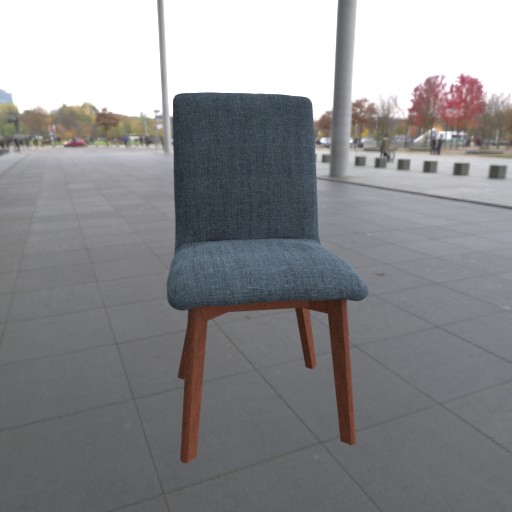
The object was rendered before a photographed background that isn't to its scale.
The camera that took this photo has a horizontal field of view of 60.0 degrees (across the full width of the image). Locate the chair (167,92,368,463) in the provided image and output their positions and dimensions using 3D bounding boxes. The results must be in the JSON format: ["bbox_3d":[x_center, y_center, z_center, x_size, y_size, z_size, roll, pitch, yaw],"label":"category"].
[{"bbox_3d":[0.000,0.000,1.338,0.522,0.974,0.563,-2,15,-9],"label":"chair"}]
